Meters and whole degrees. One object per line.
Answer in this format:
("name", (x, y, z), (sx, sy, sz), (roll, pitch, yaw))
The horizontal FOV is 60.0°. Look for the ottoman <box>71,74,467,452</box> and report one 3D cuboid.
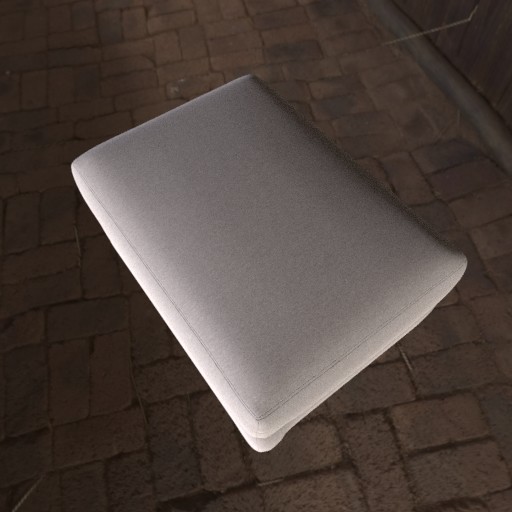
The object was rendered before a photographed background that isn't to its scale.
("ottoman", (0.000, 0.000, 1.143), (0.574, 0.497, 0.773), (-33, 64, -18))
